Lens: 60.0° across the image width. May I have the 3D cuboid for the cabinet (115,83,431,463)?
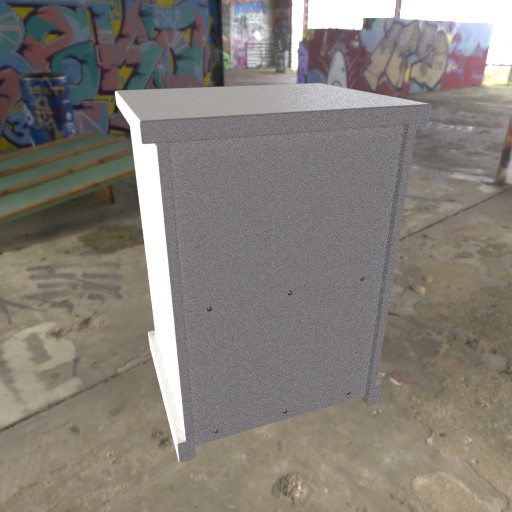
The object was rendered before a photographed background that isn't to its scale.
[{"bbox_3d":[0.000,0.000,1.061,0.520,0.723,0.431,-9,28,-18],"label":"cabinet"}]
